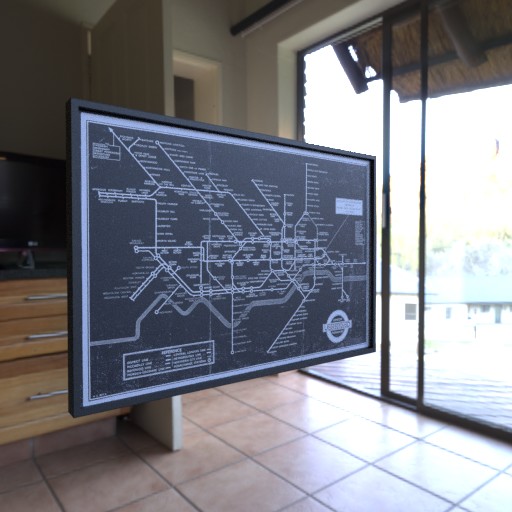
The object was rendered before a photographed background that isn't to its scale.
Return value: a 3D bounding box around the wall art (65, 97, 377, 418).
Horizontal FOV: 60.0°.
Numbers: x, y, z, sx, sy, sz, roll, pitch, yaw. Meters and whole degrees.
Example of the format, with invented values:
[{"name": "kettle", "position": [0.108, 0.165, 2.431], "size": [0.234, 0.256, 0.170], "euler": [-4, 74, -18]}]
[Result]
[{"name": "wall art", "position": [0.000, 0.000, 0.555], "size": [0.443, 0.301, 0.021], "euler": [-1, 1, -36]}]
